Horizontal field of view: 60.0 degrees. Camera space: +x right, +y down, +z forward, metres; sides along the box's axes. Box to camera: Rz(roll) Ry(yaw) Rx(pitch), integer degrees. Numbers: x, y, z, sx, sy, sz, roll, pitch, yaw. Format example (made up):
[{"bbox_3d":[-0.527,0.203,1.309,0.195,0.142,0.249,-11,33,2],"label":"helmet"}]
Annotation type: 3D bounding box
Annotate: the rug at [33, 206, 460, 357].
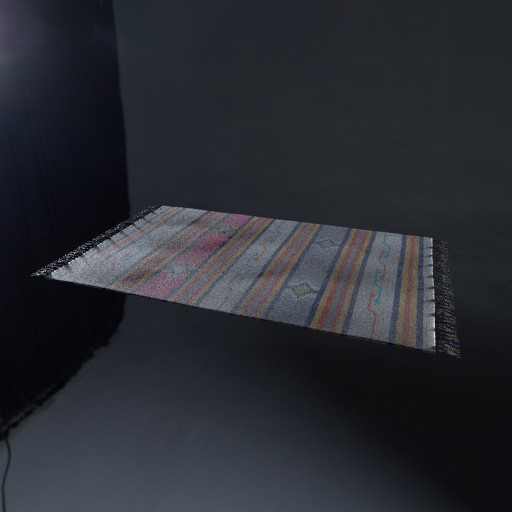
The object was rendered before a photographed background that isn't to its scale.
[{"bbox_3d":[0.000,0.000,2.243,1.849,0.013,1.084,8,26,17],"label":"rug"}]
